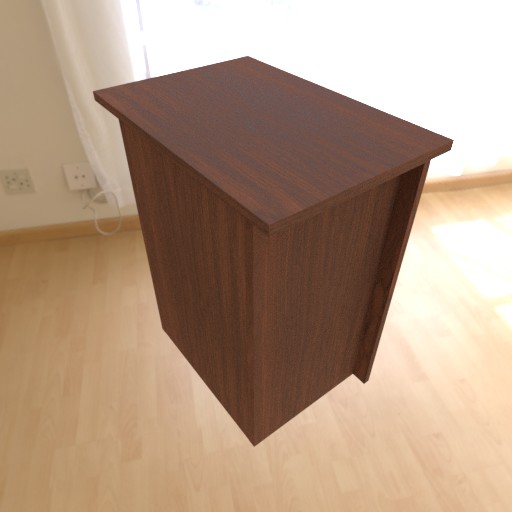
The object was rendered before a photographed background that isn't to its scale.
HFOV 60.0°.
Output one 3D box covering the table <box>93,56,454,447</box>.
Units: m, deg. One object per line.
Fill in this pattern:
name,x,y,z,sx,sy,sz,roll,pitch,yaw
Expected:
table,0.000,0.000,1.068,0.406,0.711,0.589,-26,47,-27
